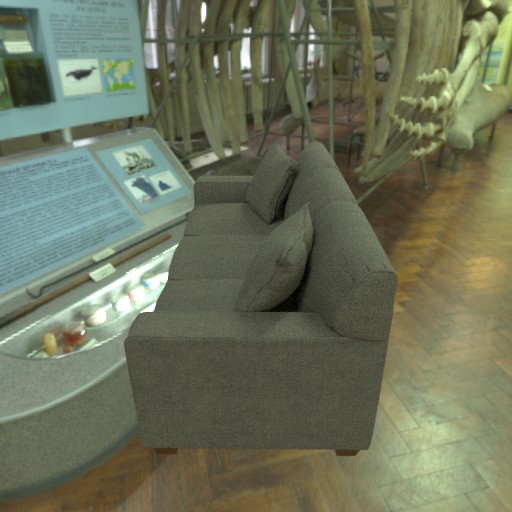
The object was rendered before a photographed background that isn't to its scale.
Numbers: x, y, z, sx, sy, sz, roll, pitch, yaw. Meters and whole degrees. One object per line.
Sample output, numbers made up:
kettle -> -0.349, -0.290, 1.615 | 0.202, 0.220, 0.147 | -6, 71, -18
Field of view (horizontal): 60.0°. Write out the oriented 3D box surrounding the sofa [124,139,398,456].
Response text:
sofa -> 0.000, 0.000, 2.534 | 0.997, 0.958, 2.024 | 0, 27, 1
